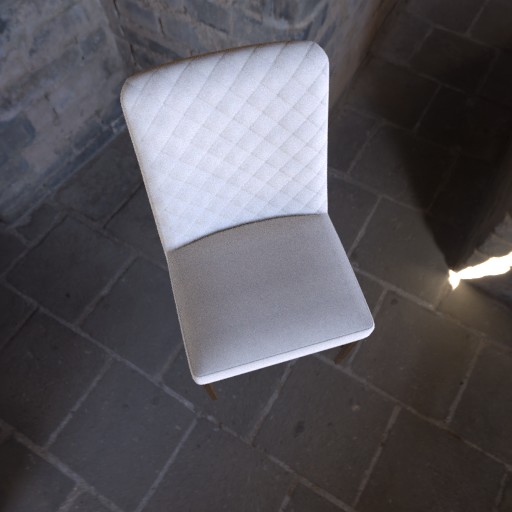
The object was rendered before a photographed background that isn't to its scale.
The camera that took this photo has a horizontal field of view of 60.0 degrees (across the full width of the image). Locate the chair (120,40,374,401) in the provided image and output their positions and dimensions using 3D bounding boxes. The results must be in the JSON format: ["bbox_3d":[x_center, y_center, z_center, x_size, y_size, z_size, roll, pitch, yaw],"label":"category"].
[{"bbox_3d":[0.000,0.000,1.265,0.503,0.933,0.597,-14,65,-7],"label":"chair"}]
